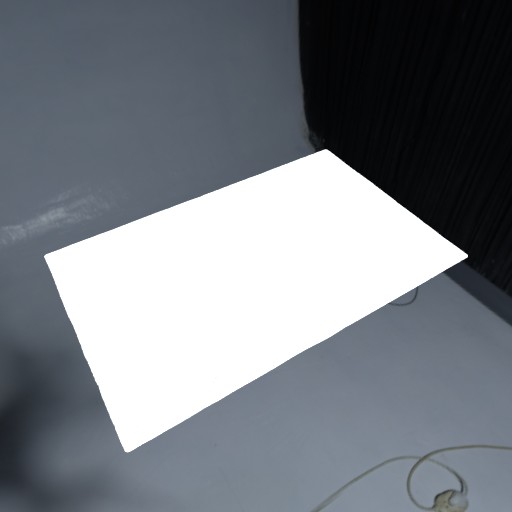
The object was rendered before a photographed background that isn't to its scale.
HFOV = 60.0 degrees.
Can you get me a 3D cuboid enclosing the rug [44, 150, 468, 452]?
[{"bbox_3d":[0.000,0.000,3.006,2.442,0.010,1.546,-24,51,-22],"label":"rug"}]
